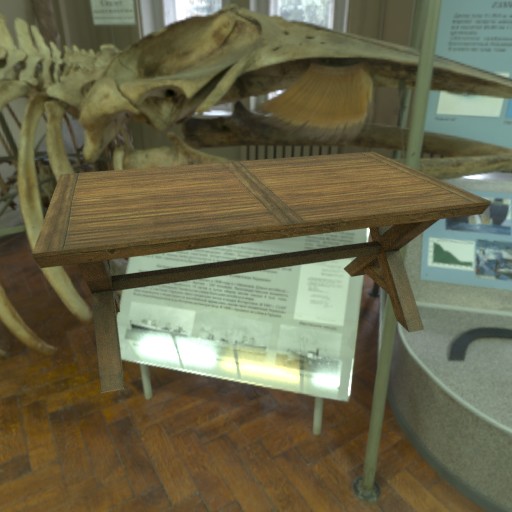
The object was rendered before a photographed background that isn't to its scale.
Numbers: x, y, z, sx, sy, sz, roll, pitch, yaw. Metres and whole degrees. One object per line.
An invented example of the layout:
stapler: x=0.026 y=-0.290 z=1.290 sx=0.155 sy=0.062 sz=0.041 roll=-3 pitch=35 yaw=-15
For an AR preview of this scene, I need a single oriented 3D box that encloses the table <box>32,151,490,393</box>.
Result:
table: x=0.000 y=0.000 z=2.448 sx=1.966 sy=0.793 sz=1.071 roll=-7 pitch=27 yaw=-15
